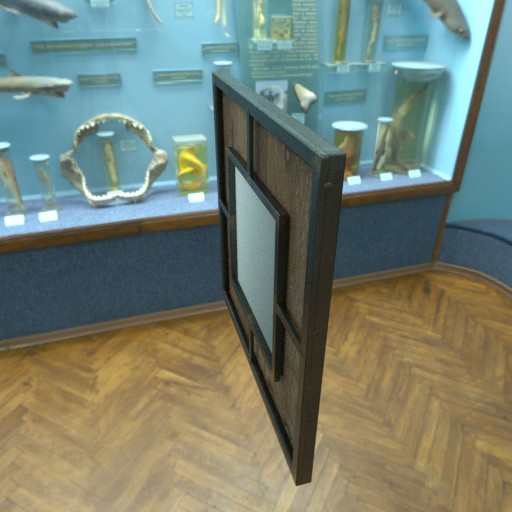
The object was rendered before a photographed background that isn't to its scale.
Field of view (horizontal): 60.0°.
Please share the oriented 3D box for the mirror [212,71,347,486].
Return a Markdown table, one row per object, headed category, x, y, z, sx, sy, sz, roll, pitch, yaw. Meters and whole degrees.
| category | x | y | z | sx | sy | sz | roll | pitch | yaw |
| --- | --- | --- | --- | --- | --- | --- | --- | --- | --- |
| mirror | 0.000 | 0.000 | 0.558 | 0.020 | 0.381 | 0.382 | -8 | 32 | -14 |
